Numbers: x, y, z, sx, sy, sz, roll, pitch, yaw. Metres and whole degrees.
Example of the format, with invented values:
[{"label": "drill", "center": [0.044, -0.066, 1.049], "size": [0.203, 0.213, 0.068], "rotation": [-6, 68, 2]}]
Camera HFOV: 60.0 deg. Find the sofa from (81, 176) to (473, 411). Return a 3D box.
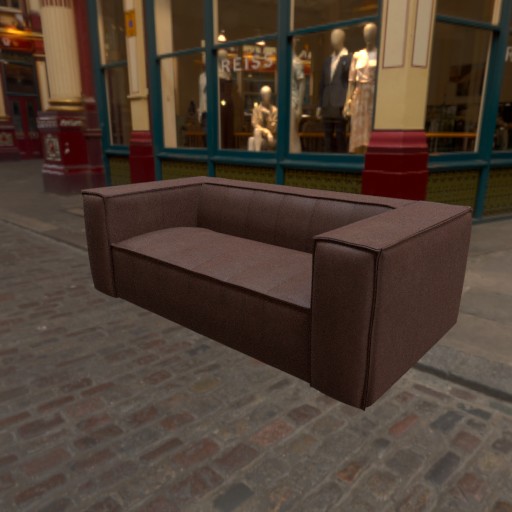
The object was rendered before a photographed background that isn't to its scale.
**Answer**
[{"label": "sofa", "center": [0.000, 0.000, 2.610], "size": [2.088, 0.703, 1.102], "rotation": [14, 22, 39]}]
